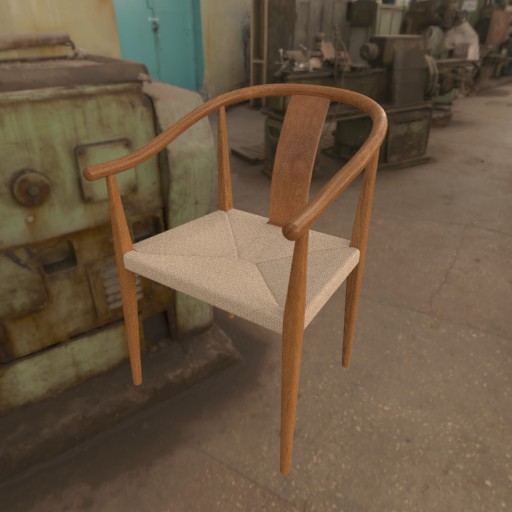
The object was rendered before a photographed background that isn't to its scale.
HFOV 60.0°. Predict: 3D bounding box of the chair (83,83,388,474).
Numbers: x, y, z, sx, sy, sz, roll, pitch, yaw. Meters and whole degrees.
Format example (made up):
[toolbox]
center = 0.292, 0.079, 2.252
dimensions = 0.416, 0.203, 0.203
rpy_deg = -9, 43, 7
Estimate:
[chair]
center = 0.000, 0.000, 1.188
dimensions = 0.556, 0.800, 0.579
rpy_deg = 18, 34, 30
